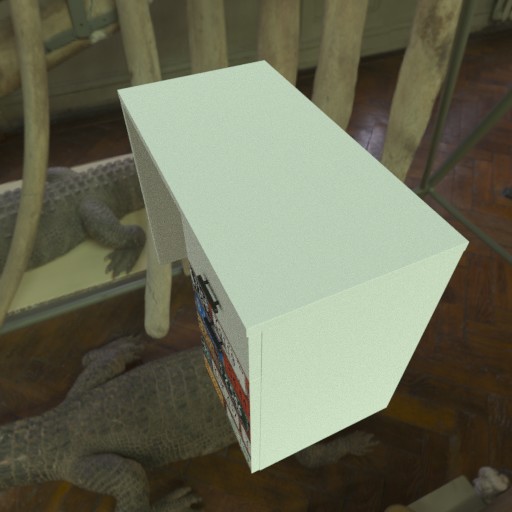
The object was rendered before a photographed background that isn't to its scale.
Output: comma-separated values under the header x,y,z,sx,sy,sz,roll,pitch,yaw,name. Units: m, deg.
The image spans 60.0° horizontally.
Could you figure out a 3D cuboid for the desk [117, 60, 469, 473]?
x,y,z,sx,sy,sz,roll,pitch,yaw,name
0.000,0.000,1.323,0.482,0.730,0.898,-19,50,-17,desk
